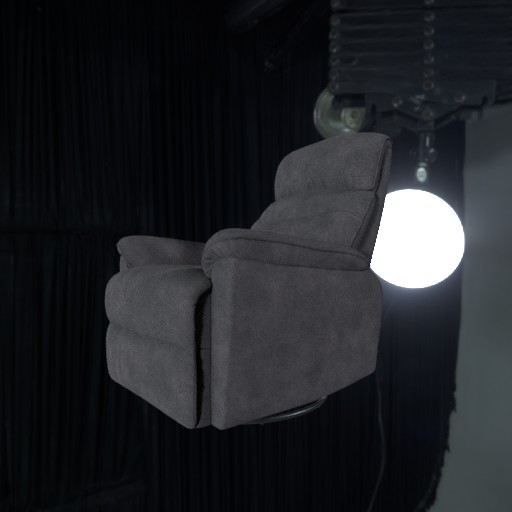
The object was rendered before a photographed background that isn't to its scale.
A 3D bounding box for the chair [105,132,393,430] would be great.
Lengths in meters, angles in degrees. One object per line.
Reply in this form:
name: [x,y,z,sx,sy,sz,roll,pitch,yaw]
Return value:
chair: [0.000,0.000,1.725,1.009,1.035,0.830,0,1,-37]
